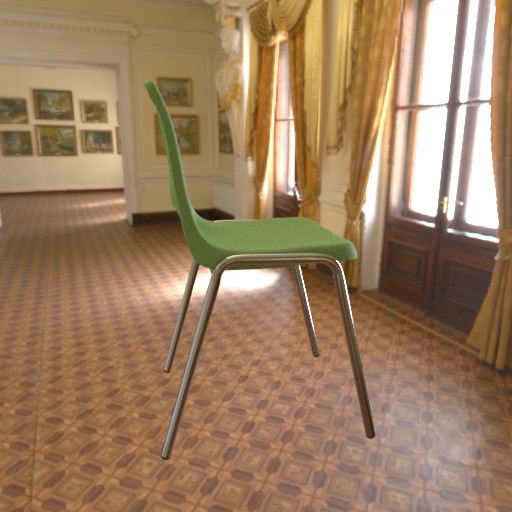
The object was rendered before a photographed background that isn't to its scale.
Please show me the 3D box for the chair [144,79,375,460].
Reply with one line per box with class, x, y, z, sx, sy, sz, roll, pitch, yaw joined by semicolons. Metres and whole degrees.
chair;0.000;0.000;0.967;0.436;0.704;0.381;-3;15;-10
